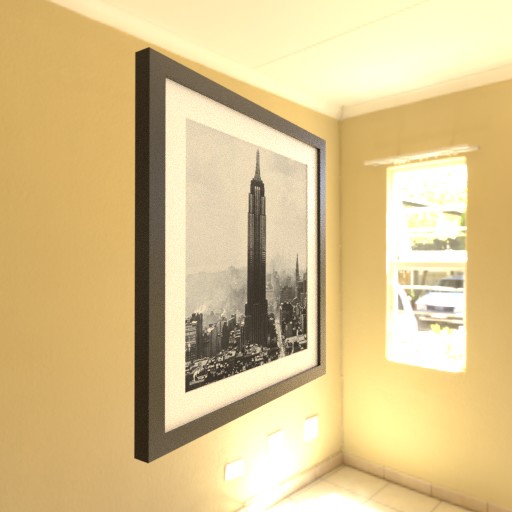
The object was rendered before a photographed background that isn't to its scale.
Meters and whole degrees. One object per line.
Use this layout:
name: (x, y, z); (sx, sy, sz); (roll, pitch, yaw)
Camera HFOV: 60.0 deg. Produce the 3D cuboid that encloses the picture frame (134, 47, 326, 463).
picture frame: (0.000, 0.000, 0.833); (0.029, 0.557, 0.559); (0, -1, 34)
